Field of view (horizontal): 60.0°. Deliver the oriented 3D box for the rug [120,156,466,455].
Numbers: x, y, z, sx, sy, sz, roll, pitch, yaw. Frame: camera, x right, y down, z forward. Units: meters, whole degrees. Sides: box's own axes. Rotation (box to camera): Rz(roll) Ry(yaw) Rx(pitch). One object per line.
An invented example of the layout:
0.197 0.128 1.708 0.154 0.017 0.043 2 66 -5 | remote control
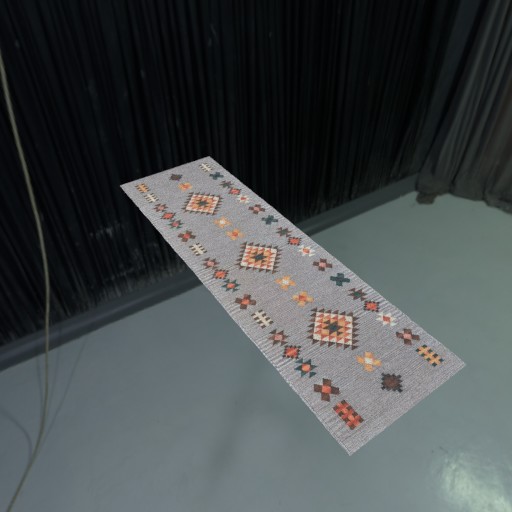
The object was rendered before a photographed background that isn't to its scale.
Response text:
0.000 0.000 2.704 0.766 0.008 2.432 -25 47 -25 | rug
